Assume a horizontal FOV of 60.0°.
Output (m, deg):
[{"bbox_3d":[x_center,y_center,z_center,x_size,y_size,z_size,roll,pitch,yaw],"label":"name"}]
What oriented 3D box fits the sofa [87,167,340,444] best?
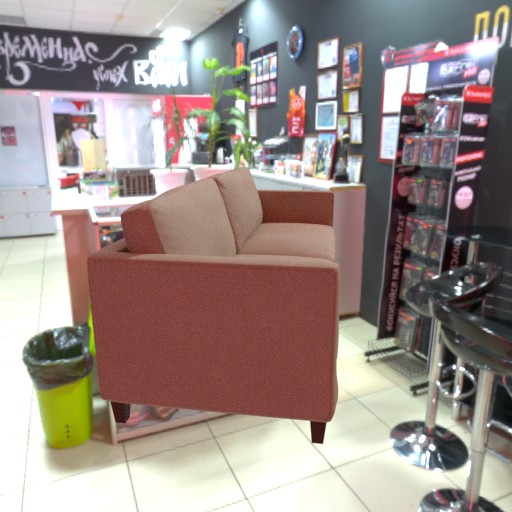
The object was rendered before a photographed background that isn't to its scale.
[{"bbox_3d":[0.000,0.000,2.628,0.948,0.932,2.181,2,15,9],"label":"sofa"}]
